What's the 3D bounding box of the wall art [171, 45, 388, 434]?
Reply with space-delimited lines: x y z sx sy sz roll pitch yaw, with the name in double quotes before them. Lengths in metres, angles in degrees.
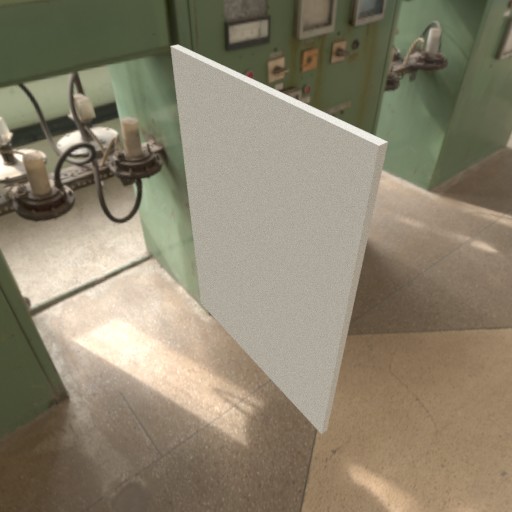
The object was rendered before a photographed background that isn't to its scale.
"wall art" 0.000 0.000 0.692 0.013 0.533 0.381 -27 48 -27
